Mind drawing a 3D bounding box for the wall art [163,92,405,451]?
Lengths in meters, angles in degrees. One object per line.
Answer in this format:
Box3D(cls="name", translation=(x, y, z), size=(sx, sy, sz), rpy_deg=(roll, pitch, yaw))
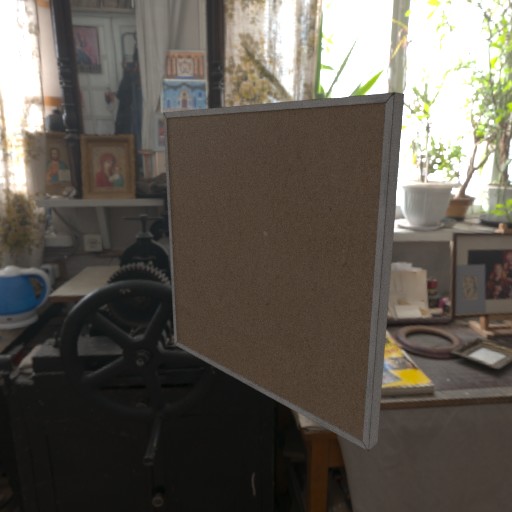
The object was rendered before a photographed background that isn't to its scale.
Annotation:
Box3D(cls="wall art", translation=(0.000, 0.000, 1.180), size=(0.038, 0.762, 0.762), rpy_deg=(-14, 20, -43))
